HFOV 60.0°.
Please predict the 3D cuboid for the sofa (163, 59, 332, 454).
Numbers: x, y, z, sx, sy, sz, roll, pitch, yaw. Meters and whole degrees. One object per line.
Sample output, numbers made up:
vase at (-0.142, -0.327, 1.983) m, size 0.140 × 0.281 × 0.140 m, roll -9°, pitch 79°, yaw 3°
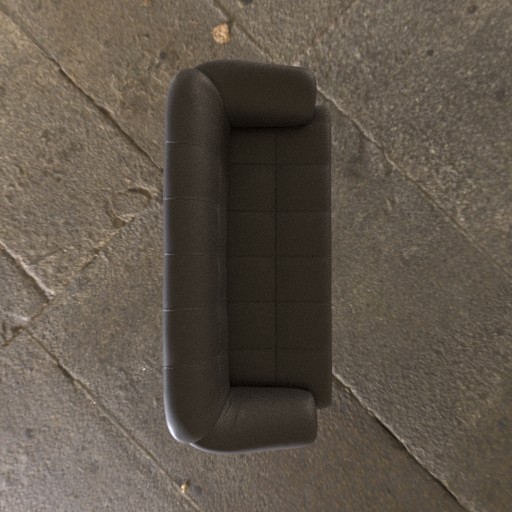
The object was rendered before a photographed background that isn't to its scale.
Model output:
sofa at (0.000, 0.000, 2.266) m, size 0.800 × 0.811 × 1.829 m, roll 0°, pitch 89°, yaw 0°
